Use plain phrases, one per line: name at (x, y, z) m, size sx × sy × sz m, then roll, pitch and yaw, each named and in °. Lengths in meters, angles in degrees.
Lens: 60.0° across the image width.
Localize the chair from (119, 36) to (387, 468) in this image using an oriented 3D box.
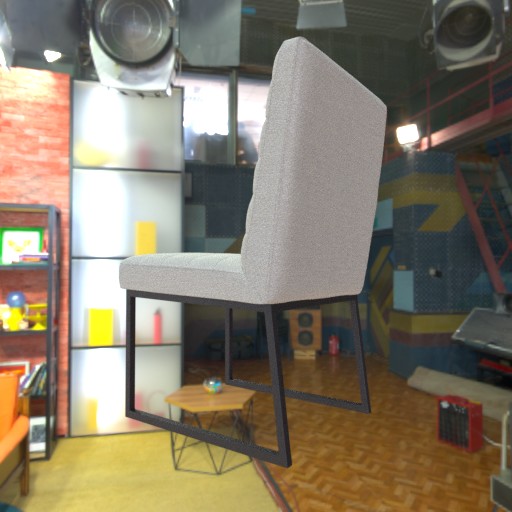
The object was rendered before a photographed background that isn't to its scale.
chair at (0.000, 0.000, 1.299) m, size 0.634 × 0.930 × 0.520 m, roll -1°, pitch -2°, yaw 37°
